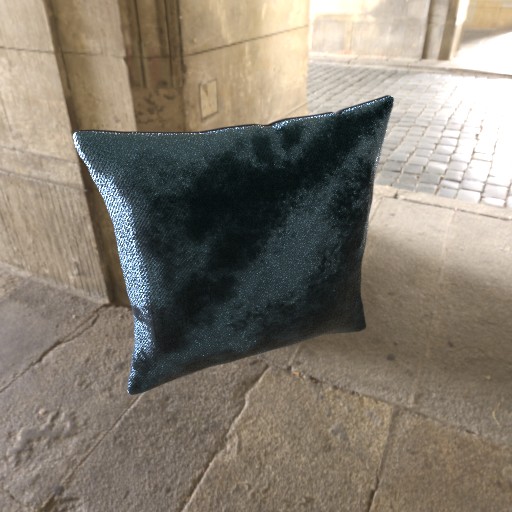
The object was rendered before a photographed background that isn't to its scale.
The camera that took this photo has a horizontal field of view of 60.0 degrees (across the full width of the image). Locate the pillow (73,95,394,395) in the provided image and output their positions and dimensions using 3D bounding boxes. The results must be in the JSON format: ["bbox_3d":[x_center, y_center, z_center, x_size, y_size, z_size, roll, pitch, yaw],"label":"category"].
[{"bbox_3d":[0.000,0.000,0.660,0.436,0.430,0.138,-11,34,-17],"label":"pillow"}]
